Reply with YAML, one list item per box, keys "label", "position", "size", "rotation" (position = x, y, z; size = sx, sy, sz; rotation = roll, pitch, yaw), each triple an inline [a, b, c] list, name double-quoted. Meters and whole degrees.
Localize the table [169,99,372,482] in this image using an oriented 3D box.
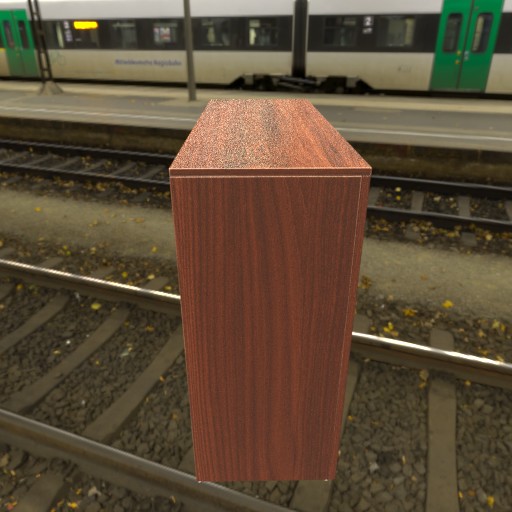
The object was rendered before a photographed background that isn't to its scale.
- label: "table"
  position: [0.000, 0.000, 1.342]
  size: [0.380, 0.790, 0.930]
  rotation: [0, 26, -1]
